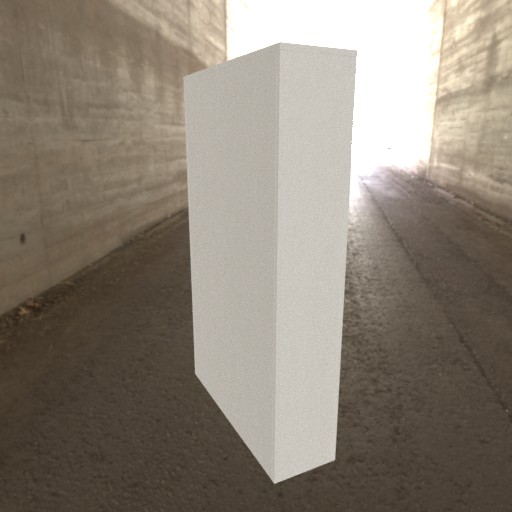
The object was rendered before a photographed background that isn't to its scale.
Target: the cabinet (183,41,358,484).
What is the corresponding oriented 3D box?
[{"bbox_3d":[0.000,0.000,1.609,0.250,1.280,0.750,-8,17,-26],"label":"cabinet"}]
